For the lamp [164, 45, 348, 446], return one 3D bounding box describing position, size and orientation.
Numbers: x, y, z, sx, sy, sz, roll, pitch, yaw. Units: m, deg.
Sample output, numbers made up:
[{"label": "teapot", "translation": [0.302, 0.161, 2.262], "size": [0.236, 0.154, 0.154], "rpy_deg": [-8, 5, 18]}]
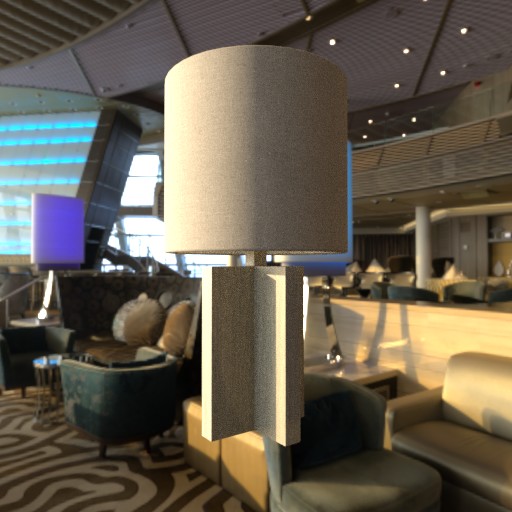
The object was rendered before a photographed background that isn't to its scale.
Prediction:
[{"label": "lamp", "translation": [0.000, 0.000, 0.562], "size": [0.229, 0.428, 0.229], "rpy_deg": [1, -1, -36]}]
